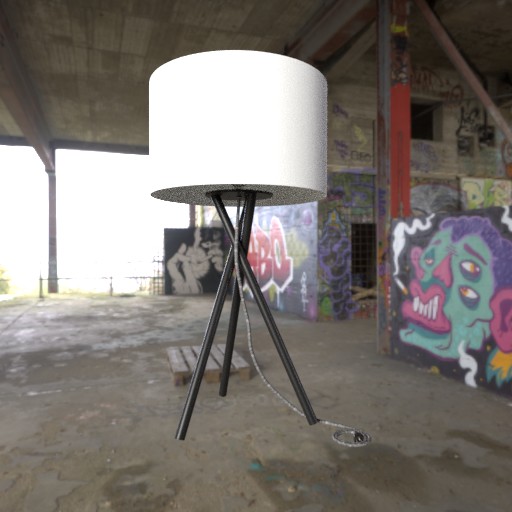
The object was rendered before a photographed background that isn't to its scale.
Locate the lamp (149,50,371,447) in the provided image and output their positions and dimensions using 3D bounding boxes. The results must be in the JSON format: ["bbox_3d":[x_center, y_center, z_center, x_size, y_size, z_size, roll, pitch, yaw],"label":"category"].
[{"bbox_3d":[0.000,0.000,0.901,0.422,0.674,0.353,0,0,1],"label":"lamp"}]
